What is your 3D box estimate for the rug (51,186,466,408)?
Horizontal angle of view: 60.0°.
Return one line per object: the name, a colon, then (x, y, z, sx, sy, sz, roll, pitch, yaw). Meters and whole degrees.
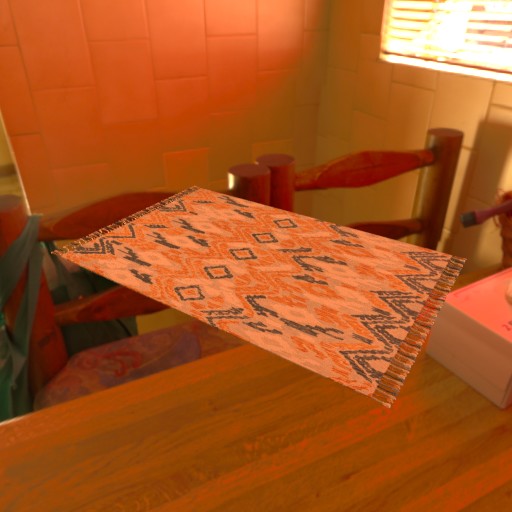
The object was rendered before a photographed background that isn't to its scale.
rug: (0.000, 0.000, 3.048, 2.428, 0.010, 1.533, 19, 35, 29)
